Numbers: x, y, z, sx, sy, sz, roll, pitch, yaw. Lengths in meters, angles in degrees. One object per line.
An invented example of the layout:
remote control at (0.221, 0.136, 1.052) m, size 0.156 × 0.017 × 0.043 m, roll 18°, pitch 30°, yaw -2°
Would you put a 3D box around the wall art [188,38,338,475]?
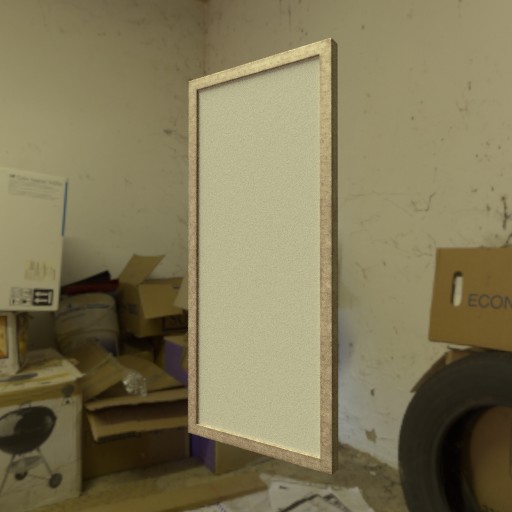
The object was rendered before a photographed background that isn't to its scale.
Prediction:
wall art at (0.000, 0.000, 1.682) m, size 0.648 × 1.461 × 0.051 m, roll 0°, pitch -1°, yaw 34°
